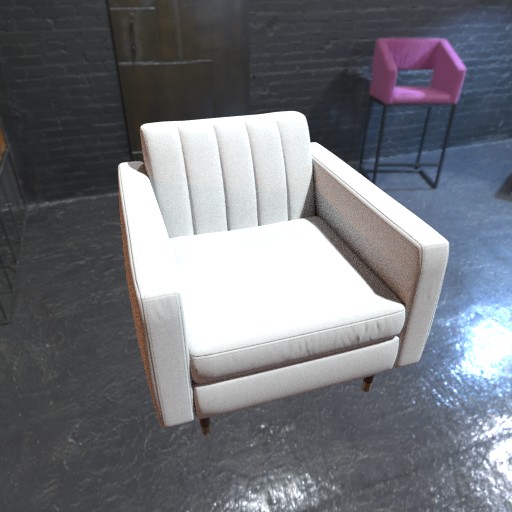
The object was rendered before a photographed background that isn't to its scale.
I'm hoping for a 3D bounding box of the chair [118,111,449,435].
[{"bbox_3d":[0.000,0.000,1.693,0.953,0.819,0.998,-10,34,-15],"label":"chair"}]
